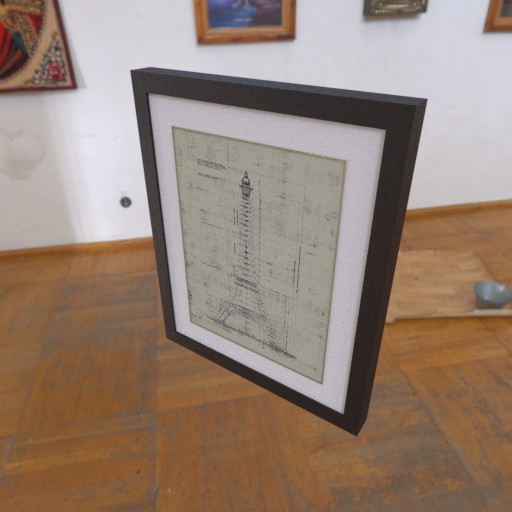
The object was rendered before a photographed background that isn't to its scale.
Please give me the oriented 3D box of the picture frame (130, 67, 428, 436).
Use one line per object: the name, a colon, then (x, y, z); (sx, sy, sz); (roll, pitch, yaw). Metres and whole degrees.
picture frame: (0.000, 0.000, 0.750); (0.452, 0.555, 0.044); (19, 36, 29)
